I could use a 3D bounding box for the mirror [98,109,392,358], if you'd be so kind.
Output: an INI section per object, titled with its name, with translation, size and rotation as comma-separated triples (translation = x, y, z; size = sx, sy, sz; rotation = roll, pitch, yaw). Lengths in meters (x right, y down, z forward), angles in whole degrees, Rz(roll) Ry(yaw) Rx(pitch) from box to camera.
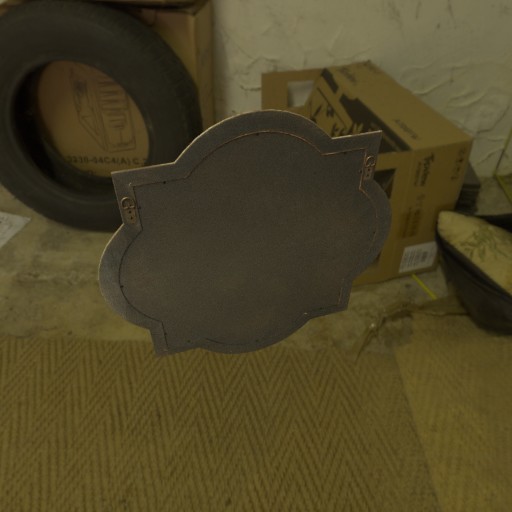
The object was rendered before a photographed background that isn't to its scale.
[mirror]
translation = 0.000, 0.000, 1.037
size = 0.686, 0.686, 0.019
rotation = -12, 42, -13
